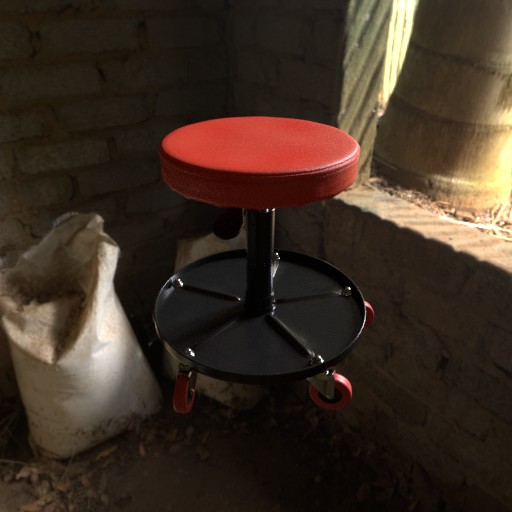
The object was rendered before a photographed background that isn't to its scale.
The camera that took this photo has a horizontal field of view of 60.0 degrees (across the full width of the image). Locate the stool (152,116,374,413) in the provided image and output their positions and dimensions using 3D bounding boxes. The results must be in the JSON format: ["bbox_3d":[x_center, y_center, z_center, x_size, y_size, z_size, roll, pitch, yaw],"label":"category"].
[{"bbox_3d":[0.000,0.000,0.691,0.381,0.365,0.382,9,32,16],"label":"stool"}]
